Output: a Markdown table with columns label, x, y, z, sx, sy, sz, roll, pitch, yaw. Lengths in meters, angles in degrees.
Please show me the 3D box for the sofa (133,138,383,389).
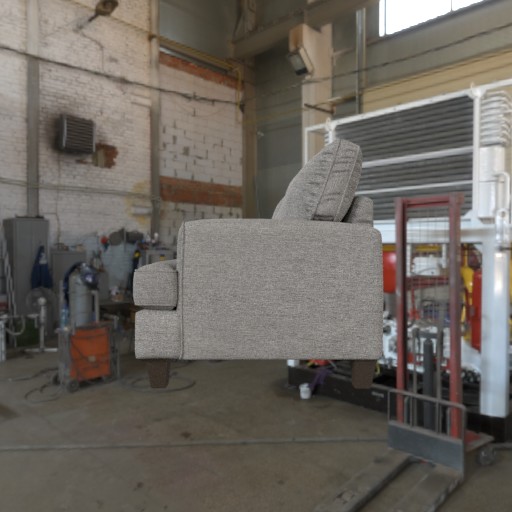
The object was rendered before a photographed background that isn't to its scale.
| label | x | y | z | sx | sy | sz | roll | pitch | yaw |
| --- | --- | --- | --- | --- | --- | --- | --- | --- | --- |
| sofa | 0.000 | 0.000 | 2.687 | 0.951 | 0.965 | 2.158 | 0 | 1 | 0 |
